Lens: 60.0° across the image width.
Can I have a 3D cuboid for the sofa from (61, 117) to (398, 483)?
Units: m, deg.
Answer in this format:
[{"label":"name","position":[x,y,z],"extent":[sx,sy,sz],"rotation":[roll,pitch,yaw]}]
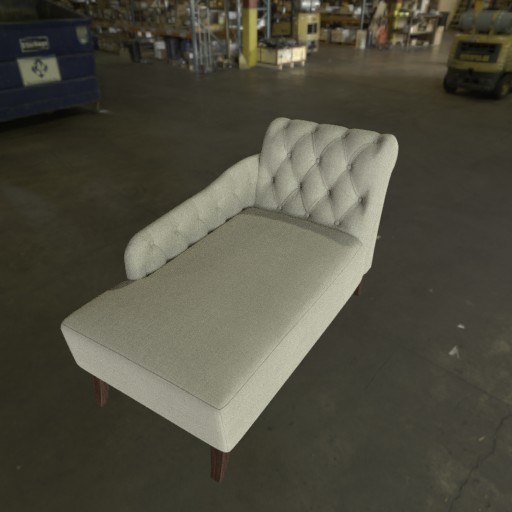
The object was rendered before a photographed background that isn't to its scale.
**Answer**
[{"label":"sofa","position":[0.000,0.000,1.784],"extent":[0.675,0.787,1.379],"rotation":[18,36,28]}]
